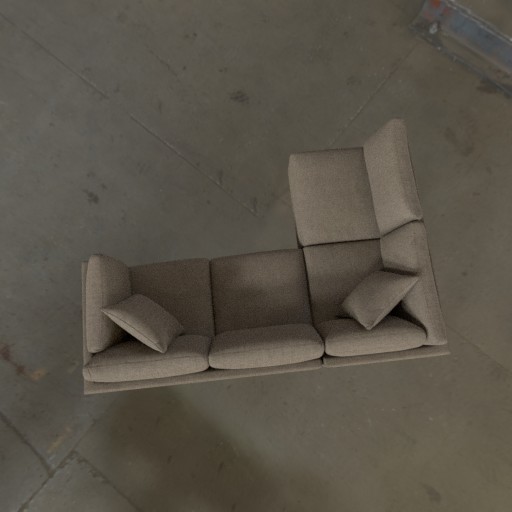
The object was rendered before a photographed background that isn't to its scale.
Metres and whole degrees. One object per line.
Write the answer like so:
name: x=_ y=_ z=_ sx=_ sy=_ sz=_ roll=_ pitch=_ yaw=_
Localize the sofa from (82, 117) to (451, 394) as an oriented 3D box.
sofa: x=0.000 y=0.000 z=3.866 sx=2.896 sy=0.978 sz=1.994 roll=-6 pitch=77 yaw=-1
